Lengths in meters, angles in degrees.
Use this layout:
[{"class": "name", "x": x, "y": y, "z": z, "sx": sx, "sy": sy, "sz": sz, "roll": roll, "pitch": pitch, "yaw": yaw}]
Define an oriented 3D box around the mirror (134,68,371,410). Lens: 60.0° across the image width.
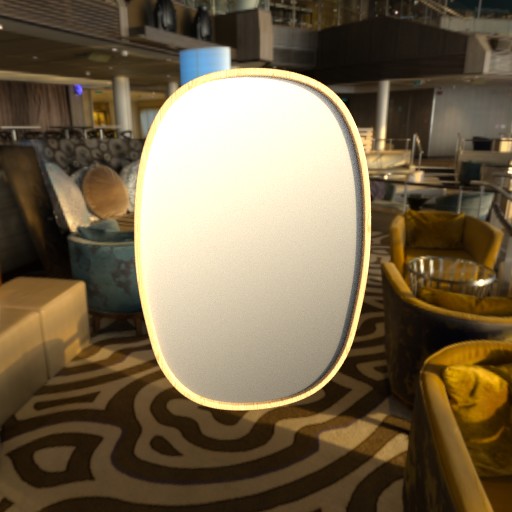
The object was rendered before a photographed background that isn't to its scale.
[{"class": "mirror", "x": 0.000, "y": 0.000, "z": 1.372, "sx": 0.724, "sy": 1.075, "sz": 0.037, "roll": -2, "pitch": 16, "yaw": -8}]
